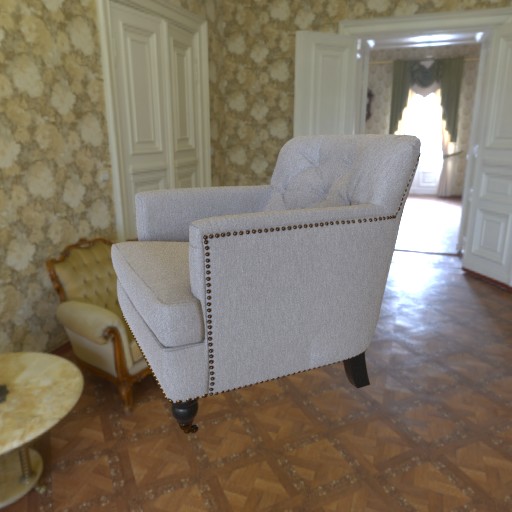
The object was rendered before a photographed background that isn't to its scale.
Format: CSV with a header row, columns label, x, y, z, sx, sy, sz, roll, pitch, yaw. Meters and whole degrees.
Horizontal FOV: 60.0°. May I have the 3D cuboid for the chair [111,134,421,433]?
label,x,y,z,sx,sy,sz,roll,pitch,yaw
chair,0.000,0.000,1.548,0.902,0.823,0.737,-7,16,-25
